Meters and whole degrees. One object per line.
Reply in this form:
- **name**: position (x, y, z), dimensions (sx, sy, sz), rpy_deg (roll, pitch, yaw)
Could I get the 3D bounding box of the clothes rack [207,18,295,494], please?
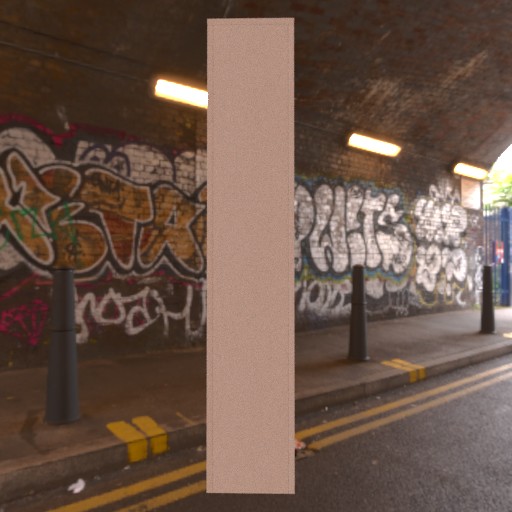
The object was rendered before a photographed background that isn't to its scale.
- **clothes rack**: position (0.000, 0.000, 1.569), dimensions (0.250, 1.280, 0.750), rpy_deg (0, -1, 1)
